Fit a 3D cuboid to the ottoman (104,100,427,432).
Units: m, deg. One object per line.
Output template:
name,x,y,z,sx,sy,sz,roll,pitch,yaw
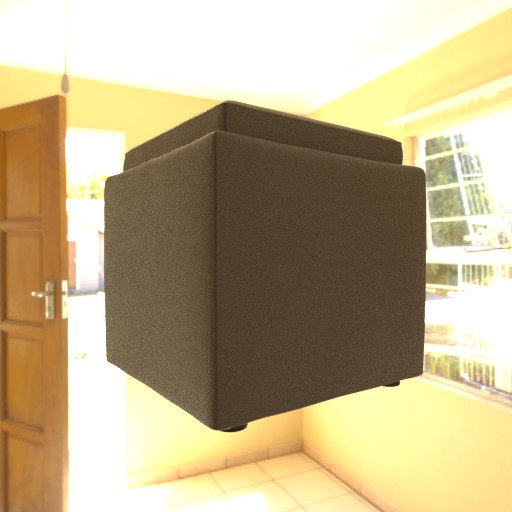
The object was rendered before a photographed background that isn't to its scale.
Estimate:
ottoman,0.000,0.000,0.839,0.450,0.460,0.451,0,1,-36
